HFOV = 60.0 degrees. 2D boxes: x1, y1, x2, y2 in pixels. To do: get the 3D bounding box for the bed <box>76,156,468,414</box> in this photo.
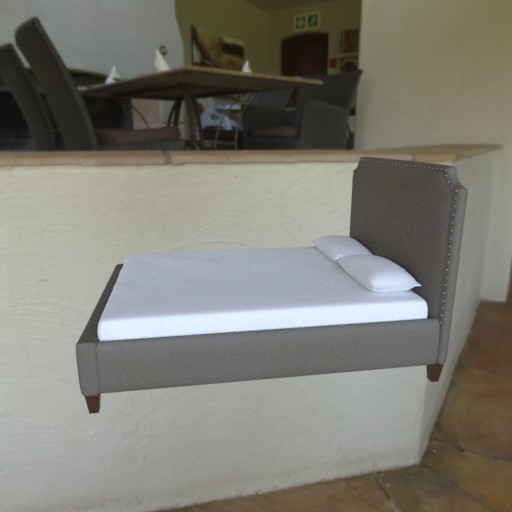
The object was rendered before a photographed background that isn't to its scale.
[{"bbox_3d":[0.000,0.000,3.438,2.372,1.443,1.712,-2,15,-9],"label":"bed"}]
